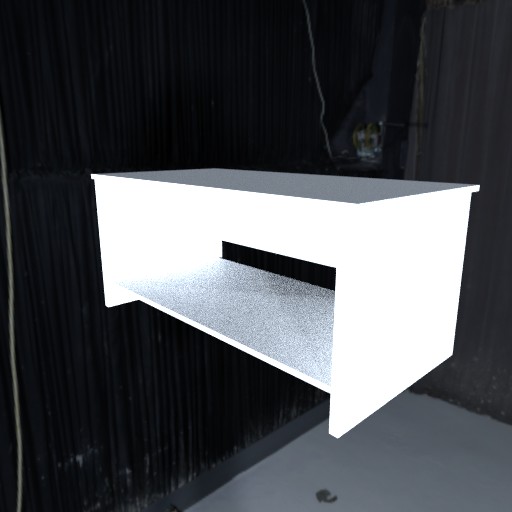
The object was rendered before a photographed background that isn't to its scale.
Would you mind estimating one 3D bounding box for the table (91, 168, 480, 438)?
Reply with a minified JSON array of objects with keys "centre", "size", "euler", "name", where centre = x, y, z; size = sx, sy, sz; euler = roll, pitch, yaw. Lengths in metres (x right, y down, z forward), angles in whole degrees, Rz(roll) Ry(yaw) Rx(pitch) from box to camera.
[{"centre":[0.000,0.000,1.280],"size":[0.500,0.441,1.000],"euler":[-13,19,-42],"name":"table"}]
